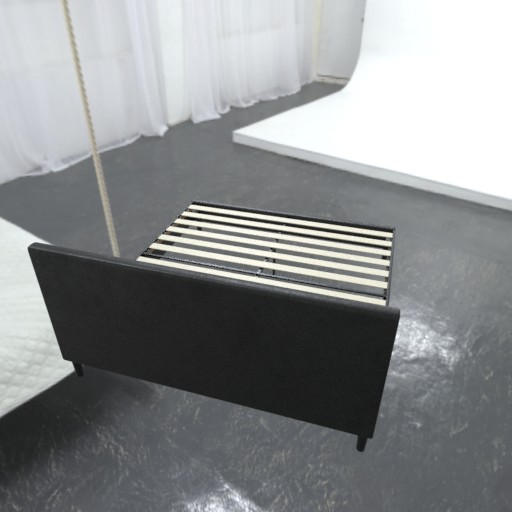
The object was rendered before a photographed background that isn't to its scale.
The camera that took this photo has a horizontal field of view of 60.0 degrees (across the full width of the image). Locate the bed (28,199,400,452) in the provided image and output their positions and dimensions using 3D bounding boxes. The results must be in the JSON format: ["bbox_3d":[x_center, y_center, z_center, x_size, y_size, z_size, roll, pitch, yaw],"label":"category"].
[{"bbox_3d":[0.000,0.000,3.366,2.018,1.046,2.152,9,34,14],"label":"bed"}]
